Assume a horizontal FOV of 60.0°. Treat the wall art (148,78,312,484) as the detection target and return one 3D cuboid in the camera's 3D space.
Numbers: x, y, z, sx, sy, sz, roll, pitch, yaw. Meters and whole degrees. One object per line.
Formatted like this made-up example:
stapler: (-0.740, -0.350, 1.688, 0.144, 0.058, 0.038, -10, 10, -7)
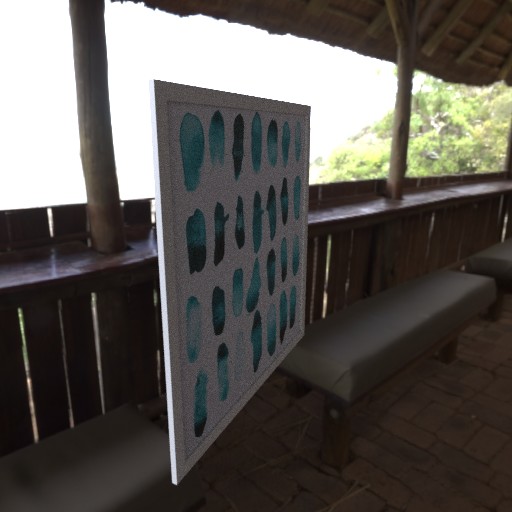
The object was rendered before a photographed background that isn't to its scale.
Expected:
wall art: (0.000, 0.000, 0.822, 0.009, 0.559, 0.558, 7, 17, 24)
